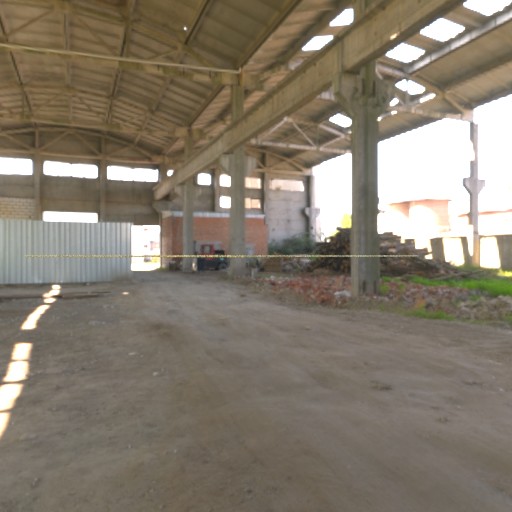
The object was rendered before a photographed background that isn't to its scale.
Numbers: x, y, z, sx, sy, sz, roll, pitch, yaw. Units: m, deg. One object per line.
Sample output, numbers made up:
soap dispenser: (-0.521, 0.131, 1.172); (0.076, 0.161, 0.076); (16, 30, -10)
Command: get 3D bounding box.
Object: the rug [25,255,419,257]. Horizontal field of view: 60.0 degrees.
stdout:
rug: (0.000, 0.000, 2.239); (1.143, 0.006, 1.747); (0, 0, 35)
